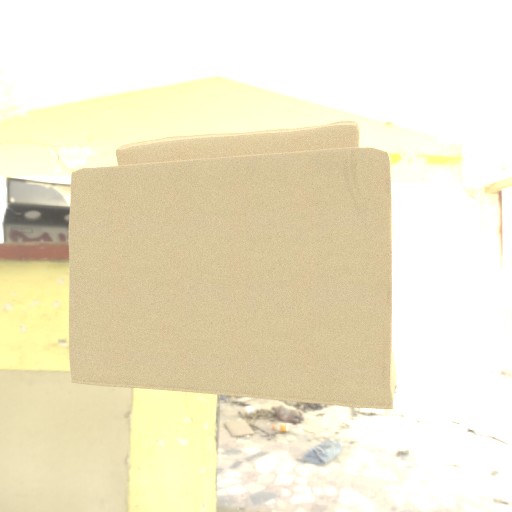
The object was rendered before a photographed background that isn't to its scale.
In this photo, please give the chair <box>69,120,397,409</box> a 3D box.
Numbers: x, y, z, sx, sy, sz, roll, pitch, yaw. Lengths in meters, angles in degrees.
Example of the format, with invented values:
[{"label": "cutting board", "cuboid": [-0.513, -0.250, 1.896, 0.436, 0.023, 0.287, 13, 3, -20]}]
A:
[{"label": "chair", "cuboid": [0.000, 0.000, 1.759, 1.057, 0.851, 0.947, -1, -2, 16]}]
